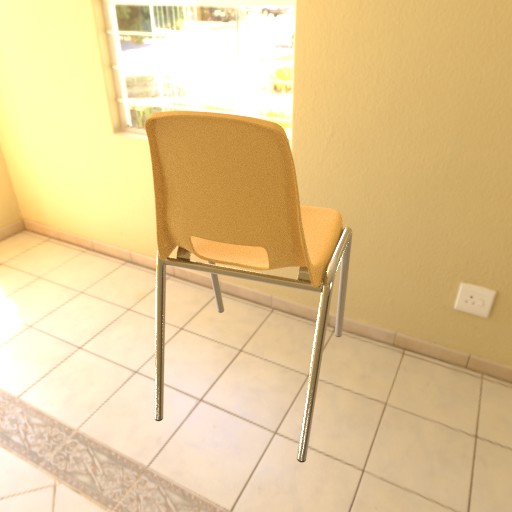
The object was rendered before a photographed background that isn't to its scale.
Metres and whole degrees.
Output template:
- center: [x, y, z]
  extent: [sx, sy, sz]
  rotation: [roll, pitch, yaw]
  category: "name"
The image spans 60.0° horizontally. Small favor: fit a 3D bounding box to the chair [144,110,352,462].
- center: [0.000, 0.000, 0.967]
  extent: [0.381, 0.704, 0.436]
  rotation: [9, 32, 15]
  category: "chair"
